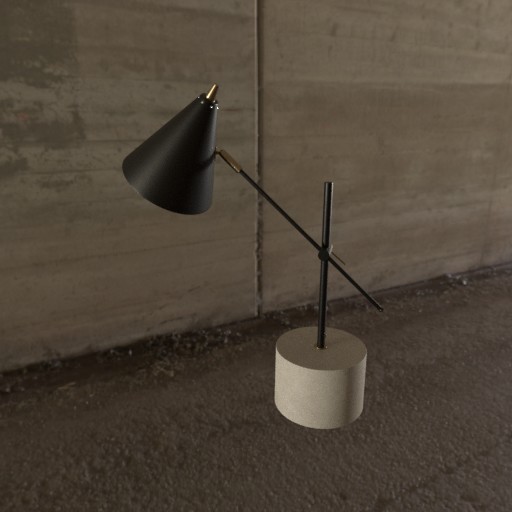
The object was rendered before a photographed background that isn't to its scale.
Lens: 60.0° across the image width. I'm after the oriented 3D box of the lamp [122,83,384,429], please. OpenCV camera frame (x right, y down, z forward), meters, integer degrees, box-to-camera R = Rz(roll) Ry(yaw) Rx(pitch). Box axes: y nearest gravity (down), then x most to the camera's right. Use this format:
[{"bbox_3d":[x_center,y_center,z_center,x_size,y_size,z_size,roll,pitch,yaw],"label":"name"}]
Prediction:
[{"bbox_3d":[0.000,0.000,0.716,0.403,0.518,0.214,8,19,24],"label":"lamp"}]
